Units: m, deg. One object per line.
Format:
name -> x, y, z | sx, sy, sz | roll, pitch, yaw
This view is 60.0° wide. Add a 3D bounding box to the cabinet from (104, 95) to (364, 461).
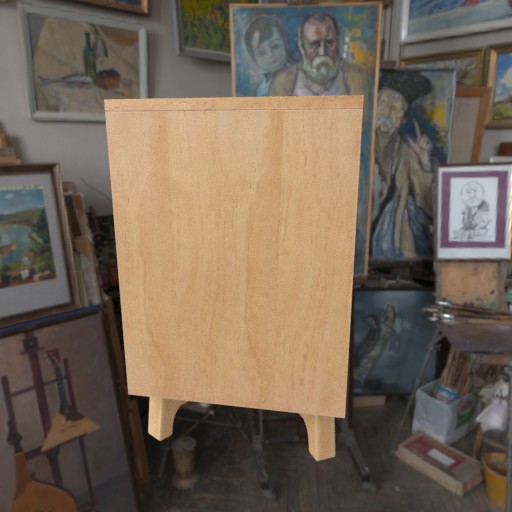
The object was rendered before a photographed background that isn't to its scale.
cabinet -> 0.000, 0.000, 0.957 | 0.394, 0.599, 0.551 | 3, 15, 10
